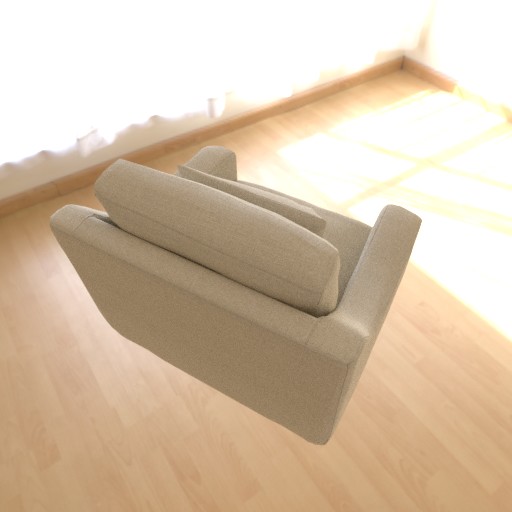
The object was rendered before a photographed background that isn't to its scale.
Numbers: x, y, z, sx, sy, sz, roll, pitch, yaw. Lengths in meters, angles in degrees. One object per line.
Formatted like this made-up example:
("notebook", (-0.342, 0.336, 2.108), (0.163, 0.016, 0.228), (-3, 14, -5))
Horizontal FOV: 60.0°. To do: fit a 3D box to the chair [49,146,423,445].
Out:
("chair", (0.000, 0.000, 1.918), (1.178, 1.016, 1.009), (23, 51, 20))
